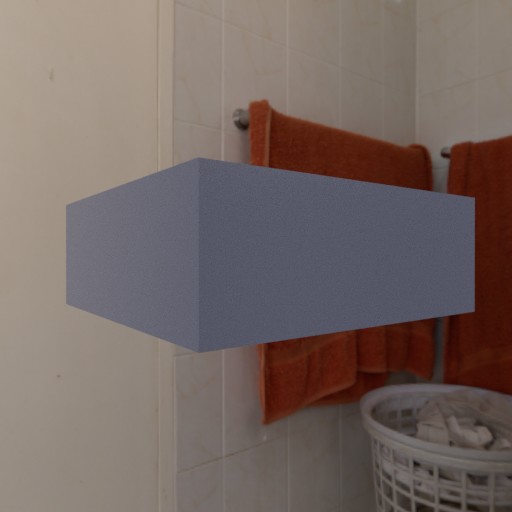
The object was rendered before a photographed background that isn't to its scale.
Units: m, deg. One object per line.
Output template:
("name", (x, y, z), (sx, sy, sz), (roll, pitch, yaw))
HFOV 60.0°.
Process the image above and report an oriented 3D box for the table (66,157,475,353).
("table", (0.000, 0.000, 1.221), (0.801, 0.299, 0.801), (0, 0, -36))
